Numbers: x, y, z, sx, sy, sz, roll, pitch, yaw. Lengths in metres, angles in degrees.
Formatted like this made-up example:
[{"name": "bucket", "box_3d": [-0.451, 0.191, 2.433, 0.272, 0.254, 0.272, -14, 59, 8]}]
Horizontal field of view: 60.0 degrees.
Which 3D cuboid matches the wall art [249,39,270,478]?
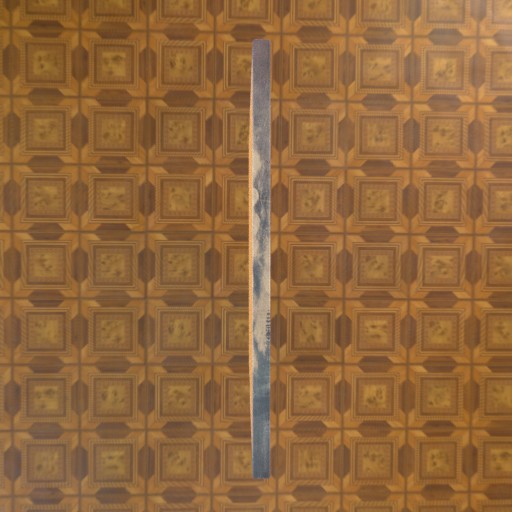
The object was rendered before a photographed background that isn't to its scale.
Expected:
[{"name": "wall art", "box_3d": [0.000, 0.000, 1.524, 0.040, 1.020, 1.010, 0, 91, -1]}]
